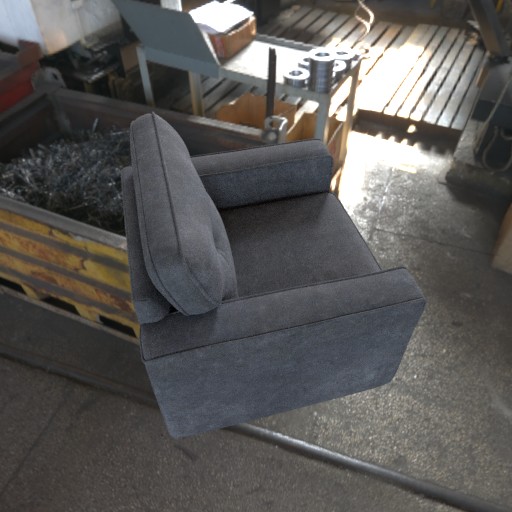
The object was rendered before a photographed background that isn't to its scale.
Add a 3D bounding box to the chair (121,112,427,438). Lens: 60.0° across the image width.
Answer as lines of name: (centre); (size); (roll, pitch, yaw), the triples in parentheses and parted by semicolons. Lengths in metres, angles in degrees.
chair: (0.000, 0.000, 1.799); (0.939, 0.965, 1.015); (-11, 48, -10)
